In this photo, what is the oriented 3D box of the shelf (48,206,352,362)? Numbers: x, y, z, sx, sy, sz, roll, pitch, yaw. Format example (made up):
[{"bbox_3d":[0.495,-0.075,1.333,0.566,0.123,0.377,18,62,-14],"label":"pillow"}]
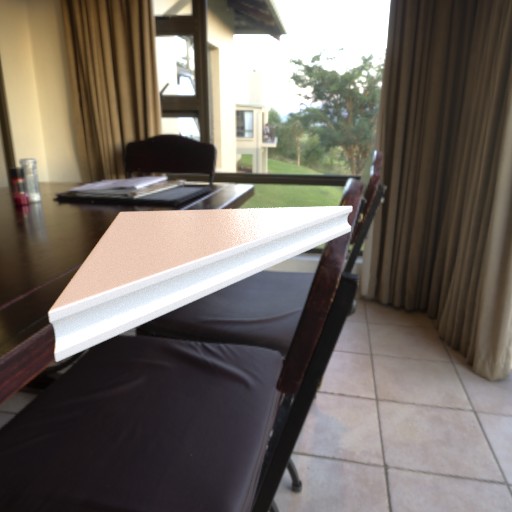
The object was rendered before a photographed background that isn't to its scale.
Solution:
[{"bbox_3d":[0.000,0.000,0.428,0.296,0.035,0.296,-2,17,-8],"label":"shelf"}]
